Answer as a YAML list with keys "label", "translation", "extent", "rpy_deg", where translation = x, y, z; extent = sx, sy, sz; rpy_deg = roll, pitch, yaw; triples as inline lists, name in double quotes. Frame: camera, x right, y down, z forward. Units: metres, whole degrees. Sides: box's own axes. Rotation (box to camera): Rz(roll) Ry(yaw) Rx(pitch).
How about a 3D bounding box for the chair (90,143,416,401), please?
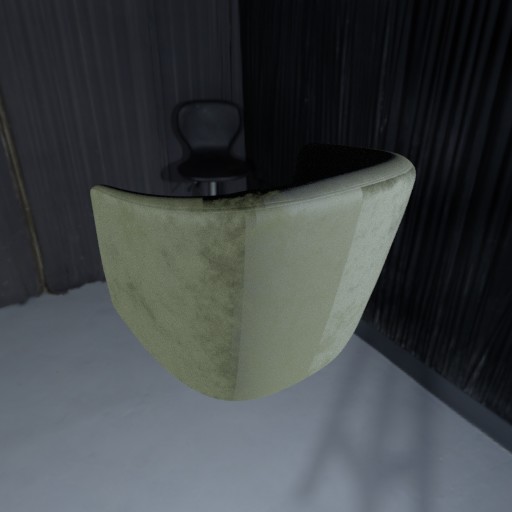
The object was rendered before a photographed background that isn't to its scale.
- label: "chair"
  translation: [0.000, 0.000, 1.321]
  extent: [0.773, 0.698, 0.767]
  rpy_deg: [-18, 34, -29]
